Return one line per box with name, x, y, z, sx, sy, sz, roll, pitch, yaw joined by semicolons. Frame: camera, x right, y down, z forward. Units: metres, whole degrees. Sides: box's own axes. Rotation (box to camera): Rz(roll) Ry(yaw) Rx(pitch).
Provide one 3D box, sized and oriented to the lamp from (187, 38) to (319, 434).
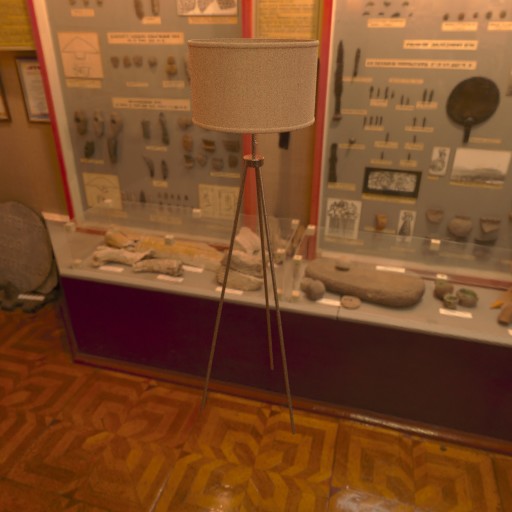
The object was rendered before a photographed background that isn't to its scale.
lamp;0.000;0.000;1.764;0.449;1.545;0.460;8;29;15
